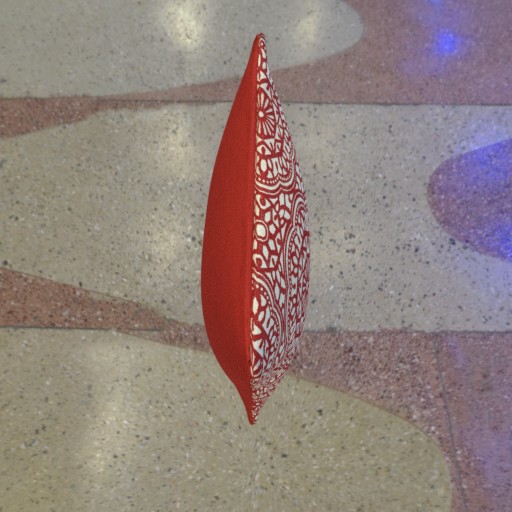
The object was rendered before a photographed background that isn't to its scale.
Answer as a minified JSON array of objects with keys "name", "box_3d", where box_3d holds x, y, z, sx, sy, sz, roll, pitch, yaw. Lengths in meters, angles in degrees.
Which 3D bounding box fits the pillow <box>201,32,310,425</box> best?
[{"name":"pillow","box_3d":[0.000,0.000,0.662,0.162,0.419,0.438,1,64,0]}]
